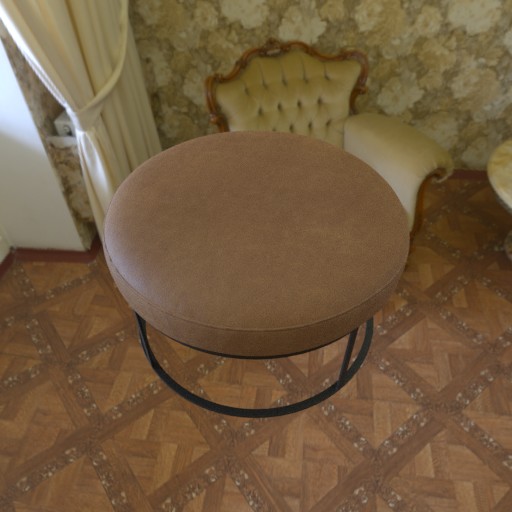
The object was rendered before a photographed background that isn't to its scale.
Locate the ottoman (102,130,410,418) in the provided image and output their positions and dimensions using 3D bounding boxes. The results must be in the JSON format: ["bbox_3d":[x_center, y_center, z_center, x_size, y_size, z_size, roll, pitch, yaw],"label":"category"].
[{"bbox_3d":[0.000,0.000,1.252,0.771,0.460,0.771,0,45,0],"label":"ottoman"}]
